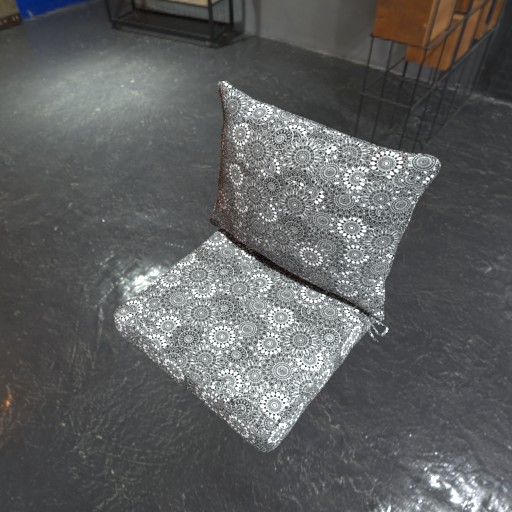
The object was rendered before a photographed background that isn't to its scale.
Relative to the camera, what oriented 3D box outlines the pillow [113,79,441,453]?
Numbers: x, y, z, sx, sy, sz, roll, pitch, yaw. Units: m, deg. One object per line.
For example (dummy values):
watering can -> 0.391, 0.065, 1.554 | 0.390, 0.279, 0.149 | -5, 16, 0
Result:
pillow -> 0.000, 0.000, 1.383 | 0.798, 0.722, 0.740 | 30, 53, 26
